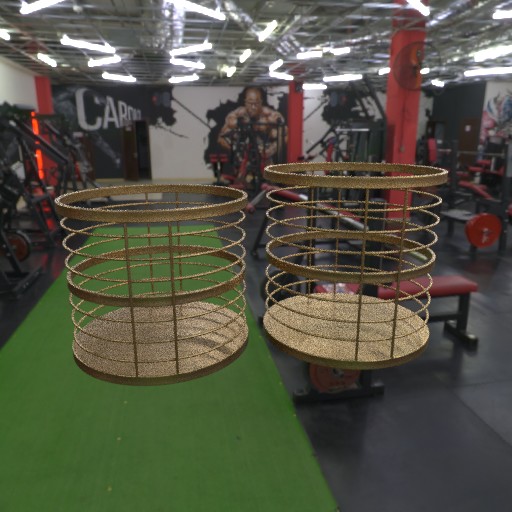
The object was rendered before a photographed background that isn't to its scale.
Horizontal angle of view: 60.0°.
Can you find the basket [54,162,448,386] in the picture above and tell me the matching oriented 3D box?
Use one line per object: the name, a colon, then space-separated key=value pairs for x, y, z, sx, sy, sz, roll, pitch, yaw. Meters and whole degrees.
basket: x=0.000 y=0.000 z=0.912 sx=0.746 sy=0.351 sz=0.356 roll=-2 pitch=16 yaw=-8
